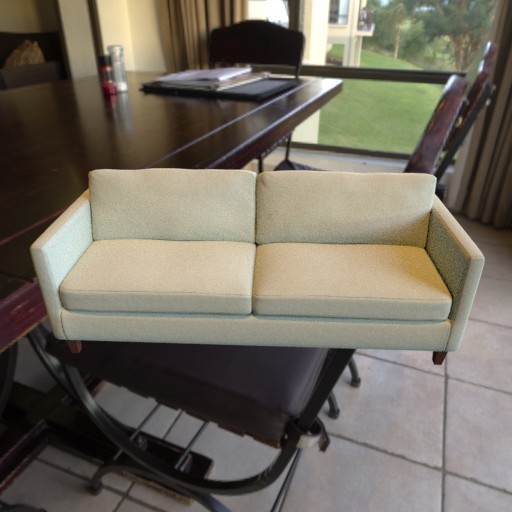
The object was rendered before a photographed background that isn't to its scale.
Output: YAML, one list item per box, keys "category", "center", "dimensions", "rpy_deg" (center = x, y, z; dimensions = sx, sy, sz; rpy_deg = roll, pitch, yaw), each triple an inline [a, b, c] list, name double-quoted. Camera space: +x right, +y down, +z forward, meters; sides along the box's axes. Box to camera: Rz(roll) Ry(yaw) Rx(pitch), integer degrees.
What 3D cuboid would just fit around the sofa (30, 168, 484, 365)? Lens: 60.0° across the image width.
- category: "sofa"
  center: [0.000, 0.000, 2.843]
  dimensions: [2.434, 0.965, 0.948]
  rpy_deg: [1, 30, 2]
